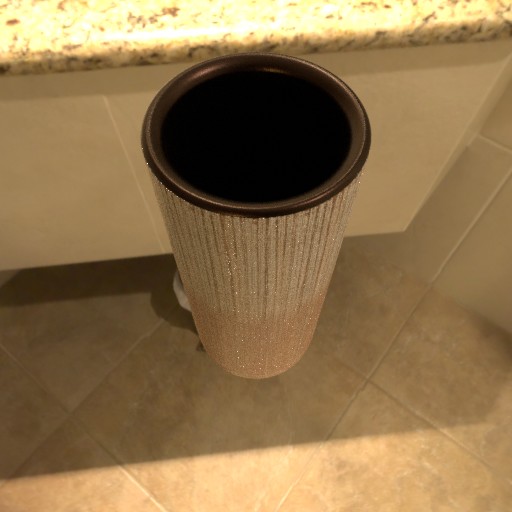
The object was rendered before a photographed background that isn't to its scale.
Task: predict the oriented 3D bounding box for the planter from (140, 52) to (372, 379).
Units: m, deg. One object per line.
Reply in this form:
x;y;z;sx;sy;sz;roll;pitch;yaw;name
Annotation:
0.000;0.000;0.288;0.100;0.227;0.100;1;59;1;planter
